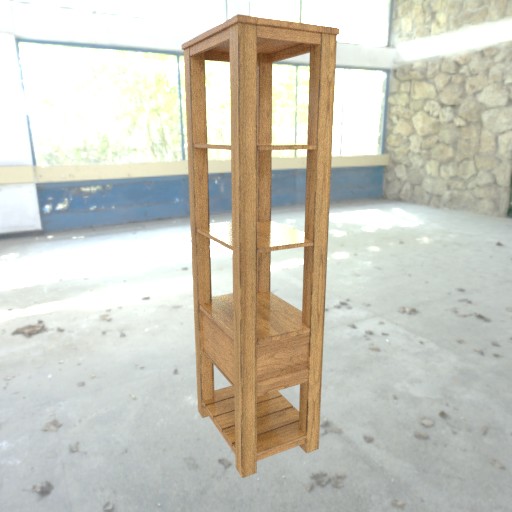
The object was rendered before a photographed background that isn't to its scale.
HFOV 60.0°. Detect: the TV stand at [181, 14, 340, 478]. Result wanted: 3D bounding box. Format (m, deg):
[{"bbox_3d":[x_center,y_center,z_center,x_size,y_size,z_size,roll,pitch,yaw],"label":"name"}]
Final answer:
[{"bbox_3d":[0.000,0.000,2.022,0.435,1.828,0.565,-8,17,-27],"label":"TV stand"}]
